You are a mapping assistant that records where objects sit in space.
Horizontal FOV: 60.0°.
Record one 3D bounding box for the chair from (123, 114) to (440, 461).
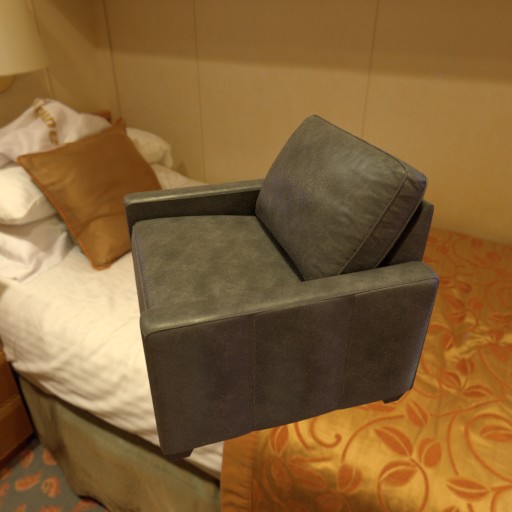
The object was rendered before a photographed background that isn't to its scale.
[{"bbox_3d":[0.000,0.000,1.739,0.939,0.916,1.006,-9,32,-15],"label":"chair"}]
